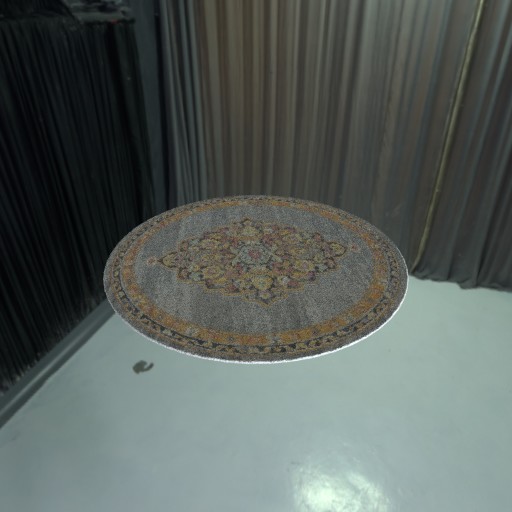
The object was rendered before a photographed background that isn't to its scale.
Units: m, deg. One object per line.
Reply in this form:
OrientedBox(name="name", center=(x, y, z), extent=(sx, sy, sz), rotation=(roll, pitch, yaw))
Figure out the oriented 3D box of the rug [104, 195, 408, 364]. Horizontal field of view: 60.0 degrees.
OrientedBox(name="rug", center=(0.000, 0.000, 2.421), extent=(1.598, 0.010, 1.598), rotation=(0, 32, 0))
